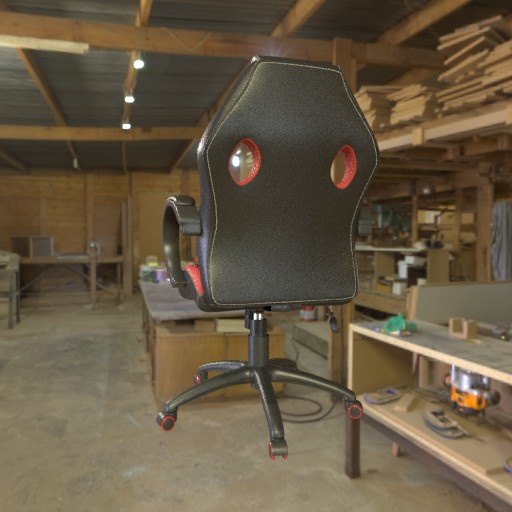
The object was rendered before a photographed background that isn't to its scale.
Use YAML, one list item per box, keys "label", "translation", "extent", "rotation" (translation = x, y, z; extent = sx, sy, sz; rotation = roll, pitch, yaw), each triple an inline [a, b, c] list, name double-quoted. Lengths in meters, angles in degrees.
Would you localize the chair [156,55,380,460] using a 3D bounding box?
- label: "chair"
  translation: [0.000, 0.000, 1.657]
  extent: [0.750, 1.189, 0.783]
  rotation: [-1, 3, -18]
